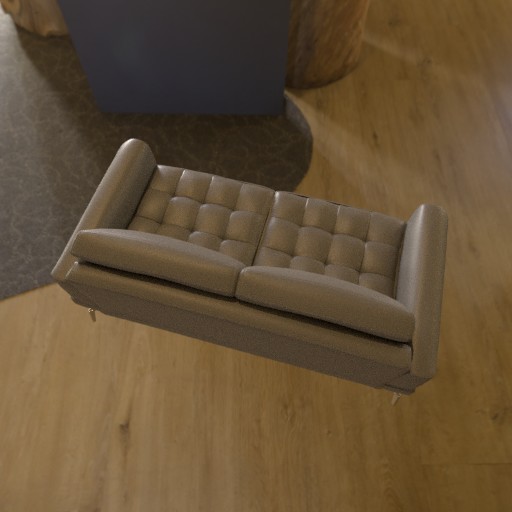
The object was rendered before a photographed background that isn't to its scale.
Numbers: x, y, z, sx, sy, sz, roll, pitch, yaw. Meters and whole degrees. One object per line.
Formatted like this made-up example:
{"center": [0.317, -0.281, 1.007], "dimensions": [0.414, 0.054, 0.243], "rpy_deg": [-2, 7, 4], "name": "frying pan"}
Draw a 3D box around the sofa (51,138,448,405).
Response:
{"center": [0.000, 0.000, 2.714], "dimensions": [2.177, 0.930, 1.121], "rpy_deg": [14, 63, 7], "name": "sofa"}
